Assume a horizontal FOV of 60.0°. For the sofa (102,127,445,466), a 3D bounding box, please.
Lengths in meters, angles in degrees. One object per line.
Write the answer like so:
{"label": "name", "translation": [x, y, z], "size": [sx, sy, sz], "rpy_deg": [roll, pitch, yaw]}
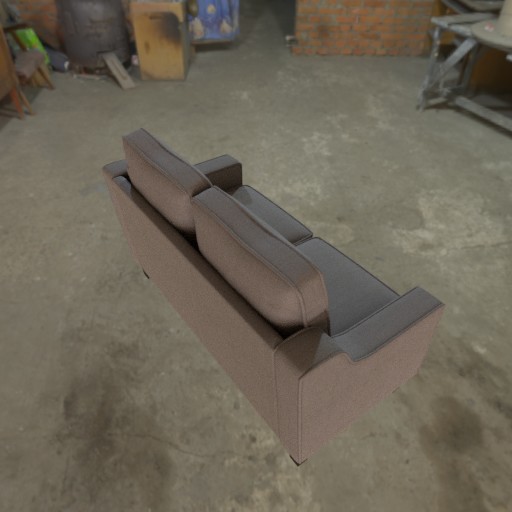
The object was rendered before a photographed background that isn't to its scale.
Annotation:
{"label": "sofa", "translation": [0.000, 0.000, 2.052], "size": [0.791, 0.948, 1.500], "rpy_deg": [-25, 47, -27]}
